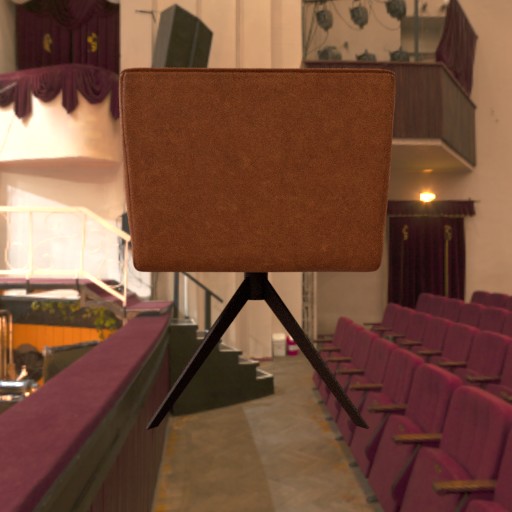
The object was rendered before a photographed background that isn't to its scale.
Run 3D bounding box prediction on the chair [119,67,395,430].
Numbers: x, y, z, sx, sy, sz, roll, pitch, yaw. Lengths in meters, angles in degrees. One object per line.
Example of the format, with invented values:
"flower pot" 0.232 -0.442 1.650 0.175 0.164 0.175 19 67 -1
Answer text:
"chair" 0.000 0.000 1.210 0.588 0.760 0.625 0 -1 -1
